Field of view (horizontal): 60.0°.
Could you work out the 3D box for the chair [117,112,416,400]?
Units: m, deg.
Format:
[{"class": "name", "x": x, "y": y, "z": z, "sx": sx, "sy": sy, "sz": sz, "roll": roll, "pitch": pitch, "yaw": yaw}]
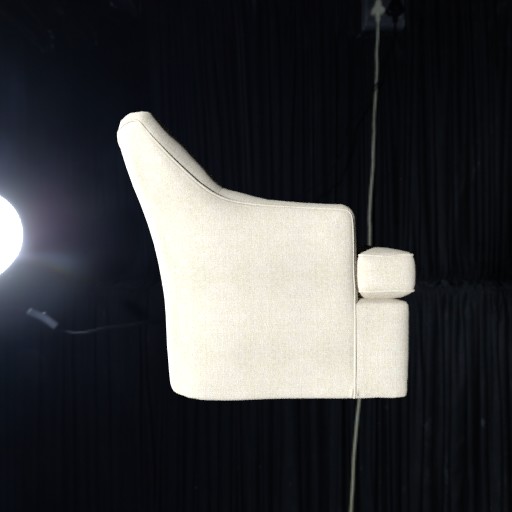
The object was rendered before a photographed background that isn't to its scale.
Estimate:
[{"class": "chair", "x": 0.000, "y": 0.000, "z": 1.621, "sx": 0.923, "sy": 0.856, "sz": 0.864, "roll": 0, "pitch": 0, "yaw": 0}]
